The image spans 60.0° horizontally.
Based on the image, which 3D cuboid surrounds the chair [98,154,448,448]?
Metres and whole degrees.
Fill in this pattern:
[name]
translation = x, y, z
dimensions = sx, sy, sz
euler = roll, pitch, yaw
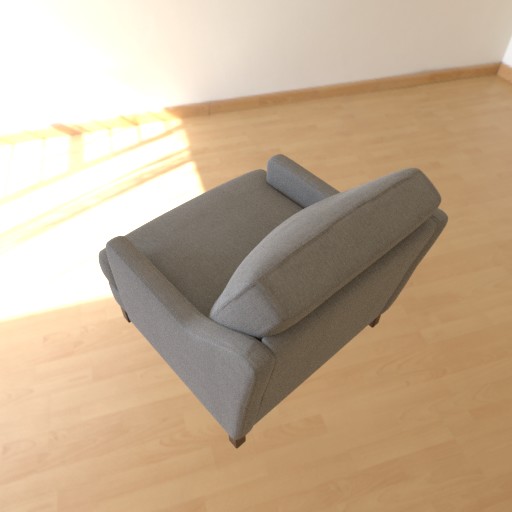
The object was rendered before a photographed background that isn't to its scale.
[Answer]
[chair]
translation = 0.000, 0.000, 1.556
dimensions = 0.826, 0.821, 0.892
euler = -33, 54, -28
